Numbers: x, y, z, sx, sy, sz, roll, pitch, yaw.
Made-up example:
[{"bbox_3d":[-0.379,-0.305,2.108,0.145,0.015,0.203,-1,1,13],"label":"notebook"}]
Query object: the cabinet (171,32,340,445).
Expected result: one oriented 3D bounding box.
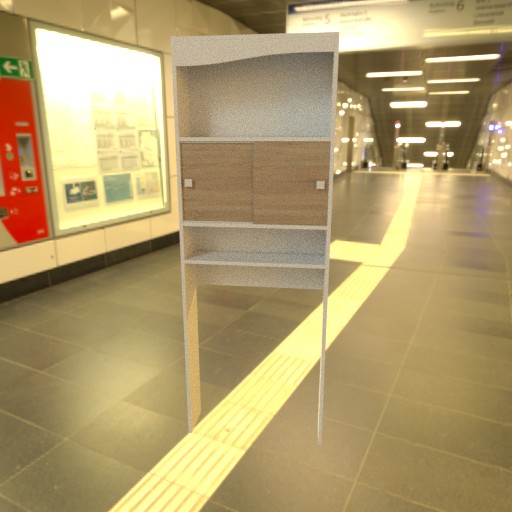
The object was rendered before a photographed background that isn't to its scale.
[{"bbox_3d":[0.000,0.000,1.976,0.643,1.770,0.192,2,15,8],"label":"cabinet"}]
